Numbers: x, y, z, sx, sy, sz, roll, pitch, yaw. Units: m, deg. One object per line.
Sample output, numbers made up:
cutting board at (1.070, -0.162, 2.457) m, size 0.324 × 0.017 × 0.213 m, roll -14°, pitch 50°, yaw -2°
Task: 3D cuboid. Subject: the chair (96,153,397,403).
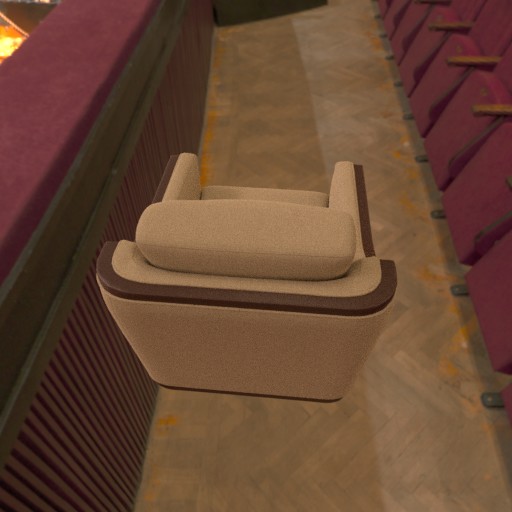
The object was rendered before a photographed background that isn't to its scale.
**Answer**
chair at (0.000, 0.000, 1.696) m, size 0.870 × 0.930 × 0.950 m, roll 4°, pitch 46°, yaw 4°
